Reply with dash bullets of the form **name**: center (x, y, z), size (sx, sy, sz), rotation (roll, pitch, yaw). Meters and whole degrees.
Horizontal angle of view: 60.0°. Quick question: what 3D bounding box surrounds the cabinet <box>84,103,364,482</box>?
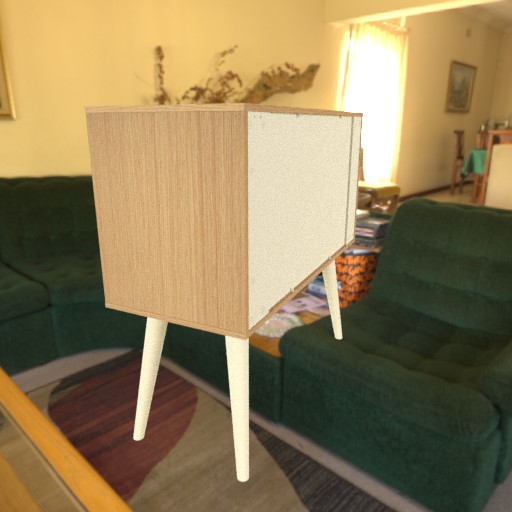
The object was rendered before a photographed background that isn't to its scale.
- **cabinet**: center (0.000, 0.000, 1.627), size (0.470, 1.016, 1.057), rotation (8, 19, 25)
